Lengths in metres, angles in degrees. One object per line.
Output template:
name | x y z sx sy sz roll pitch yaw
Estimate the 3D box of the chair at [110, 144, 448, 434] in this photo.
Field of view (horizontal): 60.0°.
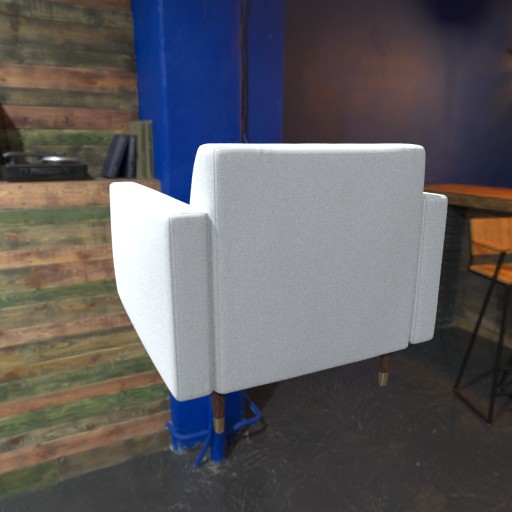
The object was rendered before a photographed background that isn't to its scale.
chair | 0.000 0.000 1.670 0.953 0.819 0.998 -7 16 -25
